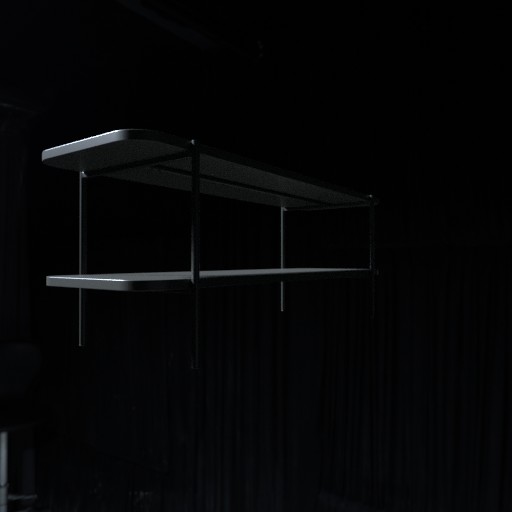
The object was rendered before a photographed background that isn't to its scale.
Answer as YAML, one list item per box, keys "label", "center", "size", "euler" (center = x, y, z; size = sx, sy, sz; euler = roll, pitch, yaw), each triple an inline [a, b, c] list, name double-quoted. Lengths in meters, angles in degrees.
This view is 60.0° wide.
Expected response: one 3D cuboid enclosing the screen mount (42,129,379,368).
- label: "screen mount"
  center: [0.000, 0.000, 1.361]
  size: [0.400, 0.447, 1.200]
  euler: [0, -1, 36]
